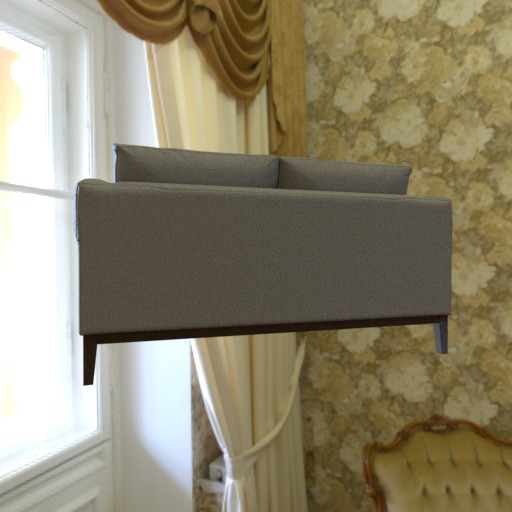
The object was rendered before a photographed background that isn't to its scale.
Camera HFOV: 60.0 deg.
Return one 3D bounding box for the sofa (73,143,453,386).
[{"bbox_3d":[0.000,0.000,2.155,1.598,0.873,0.899,0,0,-18],"label":"sofa"}]
